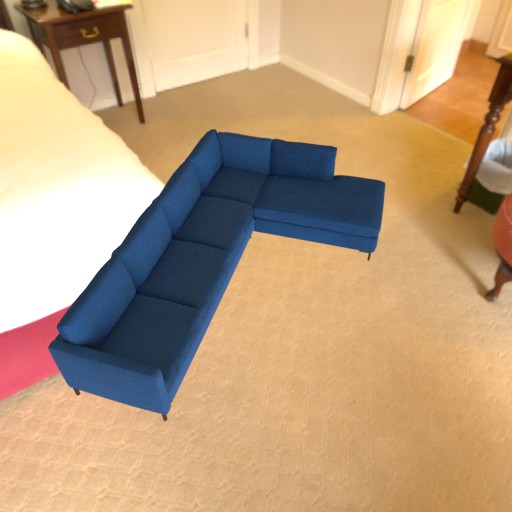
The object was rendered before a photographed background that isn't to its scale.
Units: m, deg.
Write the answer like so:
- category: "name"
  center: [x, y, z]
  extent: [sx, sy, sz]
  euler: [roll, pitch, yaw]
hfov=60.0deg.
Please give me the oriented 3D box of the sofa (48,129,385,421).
- category: "sofa"
  center: [0.000, 0.000, 3.242]
  extent: [1.707, 0.687, 2.486]
  euler: [11, 44, 12]
